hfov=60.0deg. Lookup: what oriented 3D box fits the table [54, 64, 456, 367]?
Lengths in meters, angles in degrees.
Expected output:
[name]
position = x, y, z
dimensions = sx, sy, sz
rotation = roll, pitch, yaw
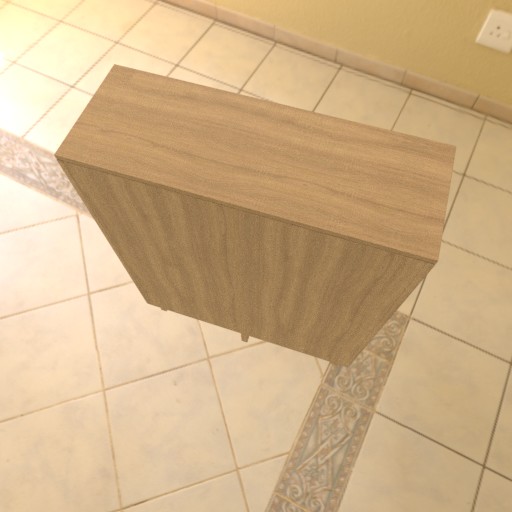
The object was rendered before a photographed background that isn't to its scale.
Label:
[table]
position = 0.000, 0.000, 1.918
dimensions = 1.111, 1.388, 0.398
rotation = 16, 65, 8
